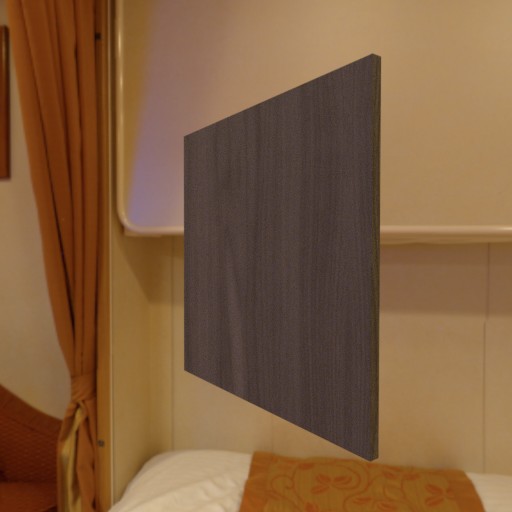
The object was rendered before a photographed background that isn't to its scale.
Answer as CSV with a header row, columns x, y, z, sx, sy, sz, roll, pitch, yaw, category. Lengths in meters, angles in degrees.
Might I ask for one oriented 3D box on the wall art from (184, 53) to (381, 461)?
x,y,z,sx,sy,sz,roll,pitch,yaw,category
0.000,0.000,0.760,0.016,0.507,0.508,-1,1,-36,wall art
